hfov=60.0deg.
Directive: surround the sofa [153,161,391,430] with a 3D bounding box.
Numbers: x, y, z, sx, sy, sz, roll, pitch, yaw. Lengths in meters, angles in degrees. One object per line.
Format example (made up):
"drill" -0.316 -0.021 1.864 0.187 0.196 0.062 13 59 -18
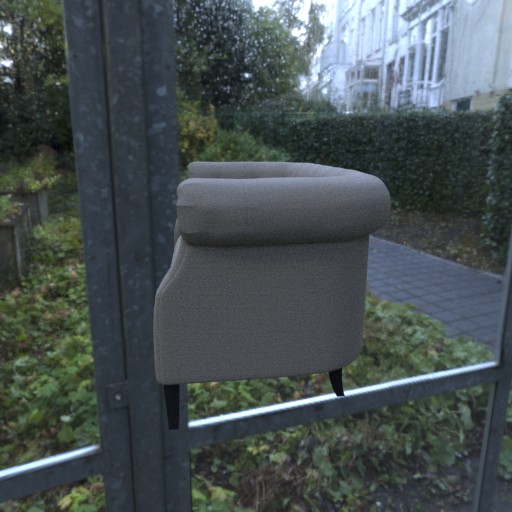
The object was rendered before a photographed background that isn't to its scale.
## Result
"sofa" 0.000 0.000 2.080 0.835 0.827 1.558 -2 14 -7
